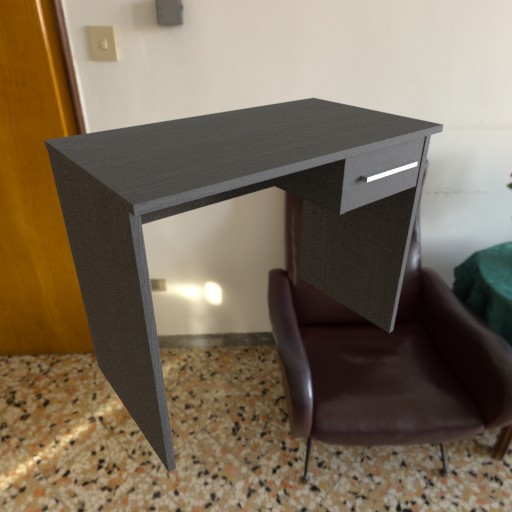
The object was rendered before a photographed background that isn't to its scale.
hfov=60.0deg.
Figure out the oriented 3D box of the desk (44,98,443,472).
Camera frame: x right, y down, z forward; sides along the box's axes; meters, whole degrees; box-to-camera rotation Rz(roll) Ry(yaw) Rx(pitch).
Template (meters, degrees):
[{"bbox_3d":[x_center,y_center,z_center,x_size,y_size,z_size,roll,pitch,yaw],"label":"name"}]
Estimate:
[{"bbox_3d":[0.000,0.000,1.303,0.893,0.724,0.498,-21,36,-32],"label":"desk"}]
